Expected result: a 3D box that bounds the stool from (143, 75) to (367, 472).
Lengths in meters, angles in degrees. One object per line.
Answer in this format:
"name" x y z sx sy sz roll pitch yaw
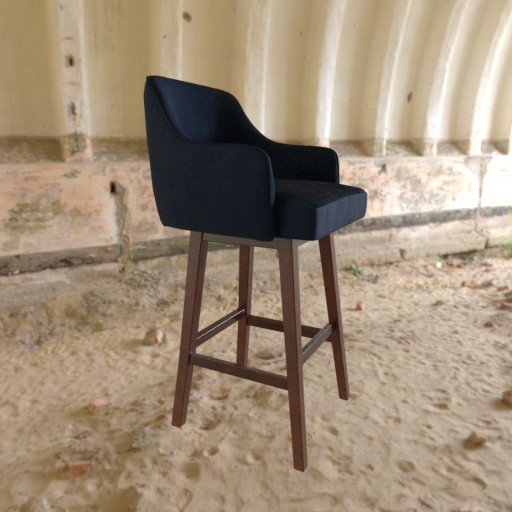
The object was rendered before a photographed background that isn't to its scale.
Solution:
"stool" 0.000 0.000 1.354 0.560 1.041 0.550 7 15 27
